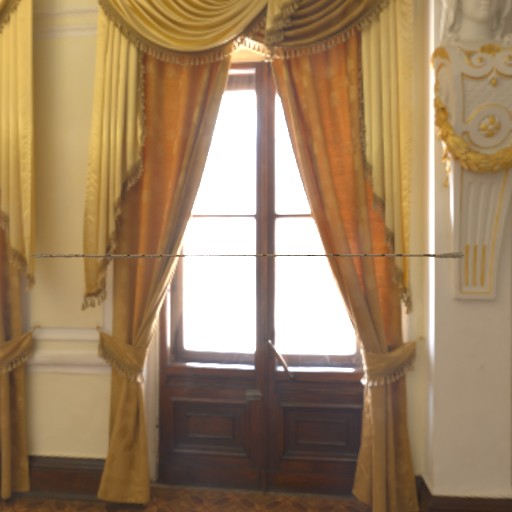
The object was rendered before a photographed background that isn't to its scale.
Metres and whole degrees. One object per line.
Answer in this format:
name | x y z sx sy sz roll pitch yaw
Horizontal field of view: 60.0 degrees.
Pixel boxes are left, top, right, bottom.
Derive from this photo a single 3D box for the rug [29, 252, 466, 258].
rug | 0.000 0.000 3.035 2.472 0.035 1.495 0 0 19
